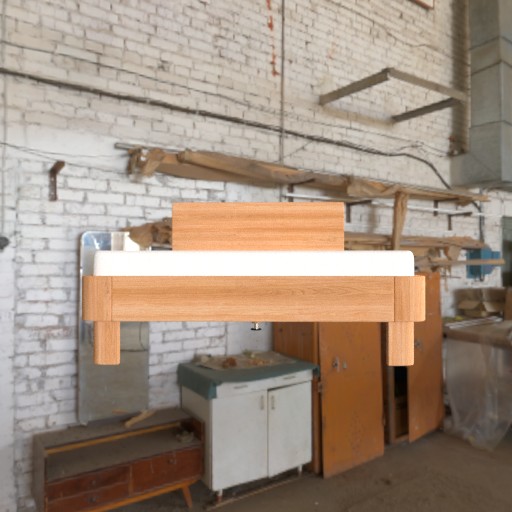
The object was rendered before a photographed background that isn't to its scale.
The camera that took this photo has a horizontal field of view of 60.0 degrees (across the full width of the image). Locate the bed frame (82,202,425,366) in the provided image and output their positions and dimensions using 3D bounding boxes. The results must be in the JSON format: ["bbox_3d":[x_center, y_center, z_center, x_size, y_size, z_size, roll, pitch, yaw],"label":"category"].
[{"bbox_3d":[0.000,0.000,2.833,1.472,0.940,1.992,0,0,1],"label":"bed frame"}]
